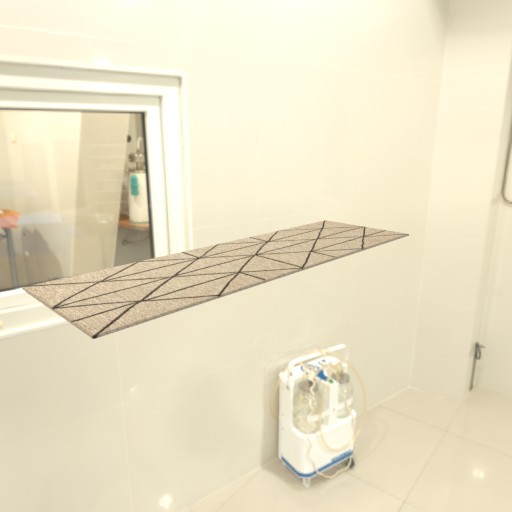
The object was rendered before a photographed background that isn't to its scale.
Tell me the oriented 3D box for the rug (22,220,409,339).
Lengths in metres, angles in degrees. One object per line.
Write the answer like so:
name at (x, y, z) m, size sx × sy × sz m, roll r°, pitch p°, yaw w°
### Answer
rug at (0.000, 0.000, 2.711) m, size 2.438 × 0.012 × 0.762 m, roll -15°, pitch 21°, yaw -43°
